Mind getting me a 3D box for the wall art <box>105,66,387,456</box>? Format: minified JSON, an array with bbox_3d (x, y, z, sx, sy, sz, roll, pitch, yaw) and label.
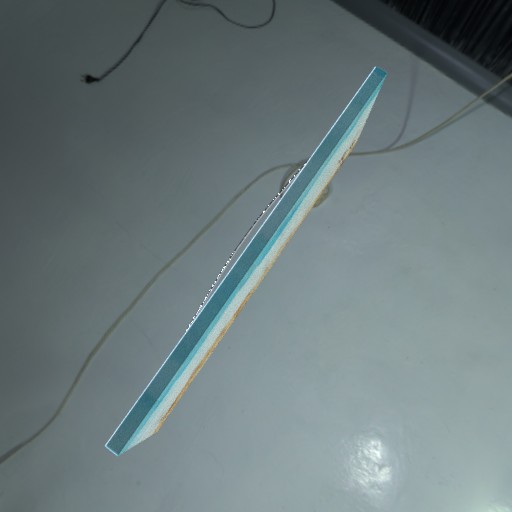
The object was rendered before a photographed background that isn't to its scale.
[{"bbox_3d":[0.000,0.000,0.827,0.044,0.254,0.759,33,78,8],"label":"wall art"}]
